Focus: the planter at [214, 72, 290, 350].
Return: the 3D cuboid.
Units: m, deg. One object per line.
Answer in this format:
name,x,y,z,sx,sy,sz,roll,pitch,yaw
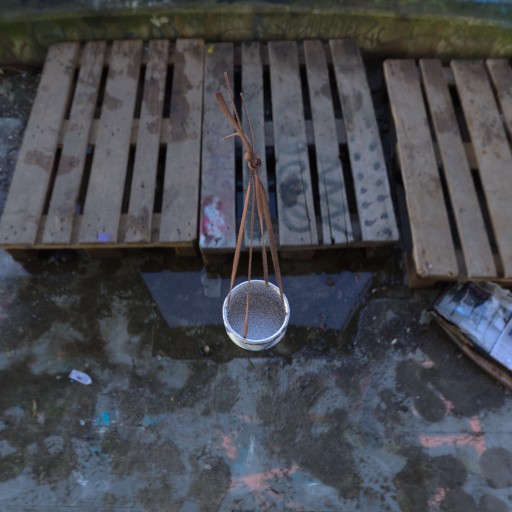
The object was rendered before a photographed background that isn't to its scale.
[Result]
planter,0.000,0.000,0.819,0.166,0.751,0.166,0,63,0
